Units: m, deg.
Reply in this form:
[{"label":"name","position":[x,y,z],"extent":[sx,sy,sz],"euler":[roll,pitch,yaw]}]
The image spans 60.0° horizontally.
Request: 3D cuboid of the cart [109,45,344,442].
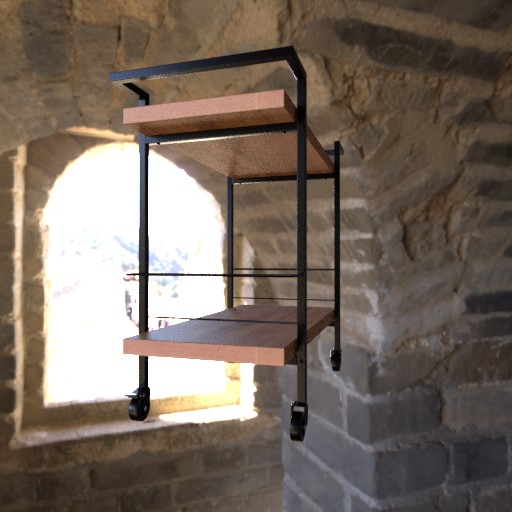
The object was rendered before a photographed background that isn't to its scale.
[{"label":"cart","position":[0.000,0.000,1.252],"extent":[0.406,0.762,0.806],"euler":[0,-1,18]}]
